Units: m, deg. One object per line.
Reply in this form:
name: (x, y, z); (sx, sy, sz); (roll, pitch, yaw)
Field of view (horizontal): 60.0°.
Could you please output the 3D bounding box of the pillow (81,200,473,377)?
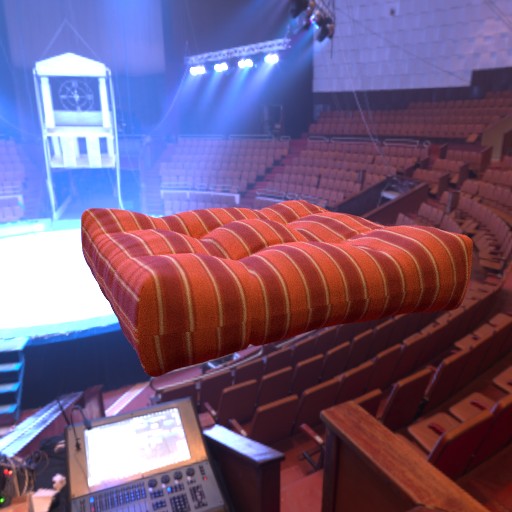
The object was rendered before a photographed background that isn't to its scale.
pillow: (0.000, 0.000, 0.721); (0.490, 0.133, 0.468); (-8, 17, -26)
